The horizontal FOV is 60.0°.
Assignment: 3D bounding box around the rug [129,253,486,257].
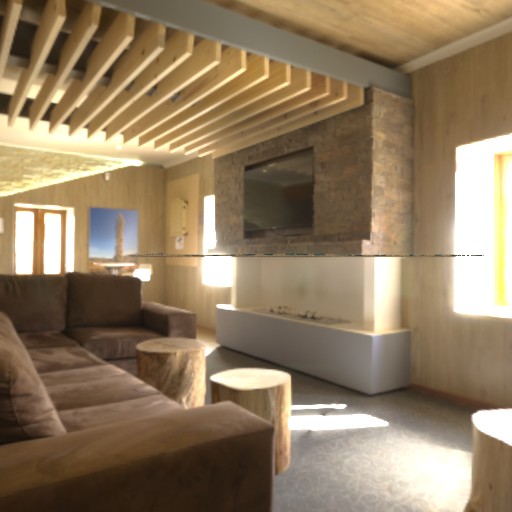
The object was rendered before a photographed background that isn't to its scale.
[{"bbox_3d":[0.000,0.000,2.342,1.209,0.011,1.830,0,0,-19],"label":"rug"}]
